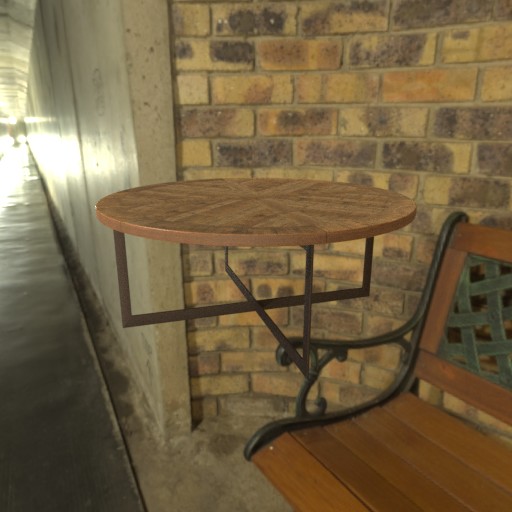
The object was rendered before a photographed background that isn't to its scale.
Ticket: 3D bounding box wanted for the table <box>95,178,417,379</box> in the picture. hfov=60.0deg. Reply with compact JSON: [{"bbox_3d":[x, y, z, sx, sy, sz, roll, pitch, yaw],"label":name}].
[{"bbox_3d":[0.000,0.000,1.919,1.264,0.516,1.264,0,17,0],"label":"table"}]
